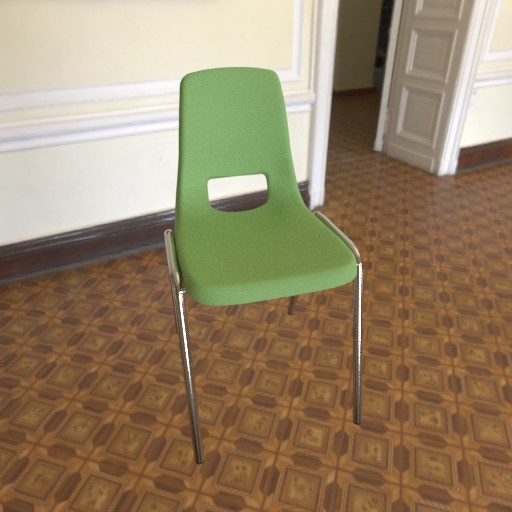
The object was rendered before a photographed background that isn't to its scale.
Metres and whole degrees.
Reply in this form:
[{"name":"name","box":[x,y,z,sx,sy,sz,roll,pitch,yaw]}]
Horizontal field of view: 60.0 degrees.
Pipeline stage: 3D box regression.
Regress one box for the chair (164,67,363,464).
[{"name":"chair","box":[0.000,0.000,0.958,0.381,0.704,0.436,-8,32,-13]}]
